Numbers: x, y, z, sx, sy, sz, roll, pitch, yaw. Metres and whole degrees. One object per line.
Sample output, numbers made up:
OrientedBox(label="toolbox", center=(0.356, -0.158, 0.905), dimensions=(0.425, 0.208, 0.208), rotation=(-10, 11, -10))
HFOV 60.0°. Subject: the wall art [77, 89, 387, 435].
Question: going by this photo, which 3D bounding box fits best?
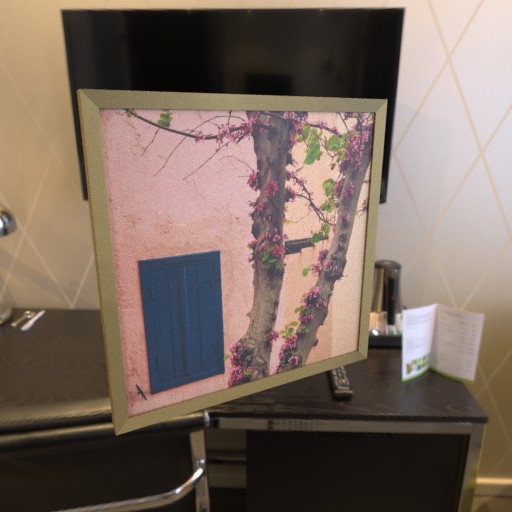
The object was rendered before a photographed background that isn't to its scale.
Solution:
OrientedBox(label="wall art", center=(0.000, 0.000, 1.118), dimensions=(0.762, 0.762, 0.038), rotation=(-9, 19, -27))
